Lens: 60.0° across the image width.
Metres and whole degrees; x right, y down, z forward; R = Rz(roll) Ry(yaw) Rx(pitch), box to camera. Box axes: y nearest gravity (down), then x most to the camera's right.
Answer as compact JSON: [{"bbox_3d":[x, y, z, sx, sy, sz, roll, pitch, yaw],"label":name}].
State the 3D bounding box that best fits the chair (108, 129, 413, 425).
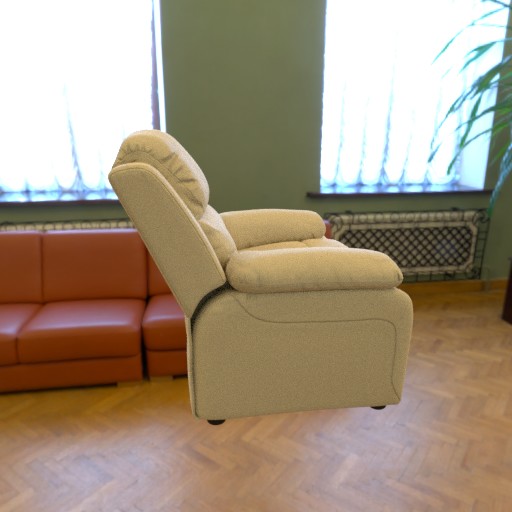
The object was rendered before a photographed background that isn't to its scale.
[{"bbox_3d":[0.000,0.000,1.274,0.709,0.702,0.680,-3,16,-10],"label":"chair"}]
